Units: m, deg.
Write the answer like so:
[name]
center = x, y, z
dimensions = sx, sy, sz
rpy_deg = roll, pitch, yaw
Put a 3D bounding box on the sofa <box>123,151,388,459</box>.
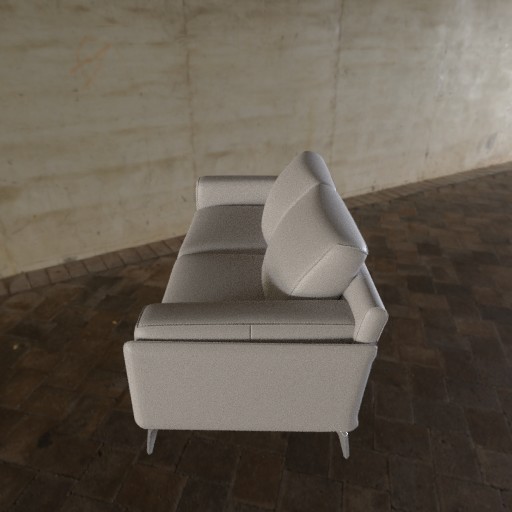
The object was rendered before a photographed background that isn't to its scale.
[sofa]
center = 0.000, 0.000, 2.595
dimensions = 1.049, 0.930, 2.101
rpy_deg = 0, 27, 1
